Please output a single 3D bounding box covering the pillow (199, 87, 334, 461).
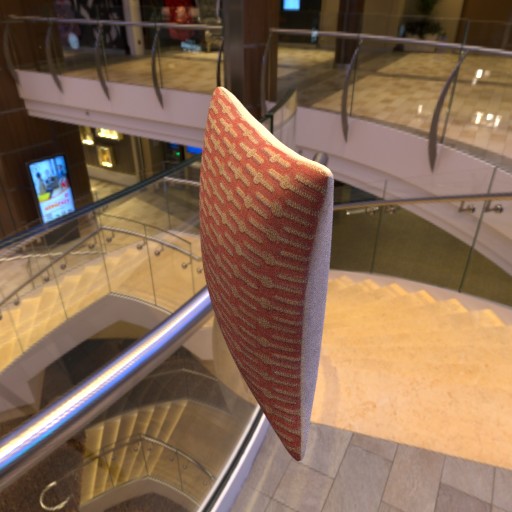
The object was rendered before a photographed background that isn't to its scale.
[{"bbox_3d":[0.000,0.000,0.812,0.182,0.503,0.511,-9,33,-15],"label":"pillow"}]
